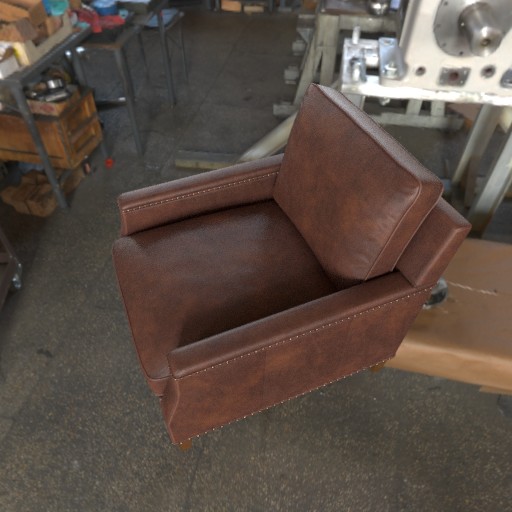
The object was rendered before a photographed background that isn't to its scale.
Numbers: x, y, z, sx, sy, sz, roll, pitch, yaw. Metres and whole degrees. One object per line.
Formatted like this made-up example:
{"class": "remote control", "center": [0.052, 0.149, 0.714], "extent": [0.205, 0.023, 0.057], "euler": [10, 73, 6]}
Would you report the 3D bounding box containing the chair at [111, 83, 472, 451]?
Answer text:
{"class": "chair", "center": [0.000, 0.000, 1.651], "extent": [1.014, 0.929, 0.853], "euler": [-17, 49, -15]}
